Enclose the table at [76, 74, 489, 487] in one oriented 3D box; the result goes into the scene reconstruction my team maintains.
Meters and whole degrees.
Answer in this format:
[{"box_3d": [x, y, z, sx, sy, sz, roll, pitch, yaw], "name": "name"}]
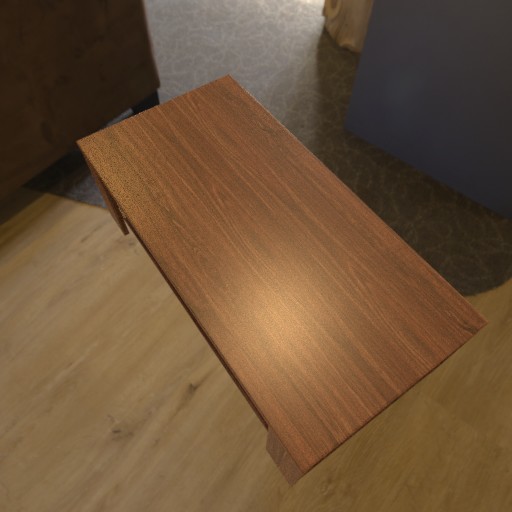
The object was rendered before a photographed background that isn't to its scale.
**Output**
[{"box_3d": [0.000, 0.000, 1.457, 0.600, 0.400, 1.200, -31, 63, -17], "name": "table"}]
